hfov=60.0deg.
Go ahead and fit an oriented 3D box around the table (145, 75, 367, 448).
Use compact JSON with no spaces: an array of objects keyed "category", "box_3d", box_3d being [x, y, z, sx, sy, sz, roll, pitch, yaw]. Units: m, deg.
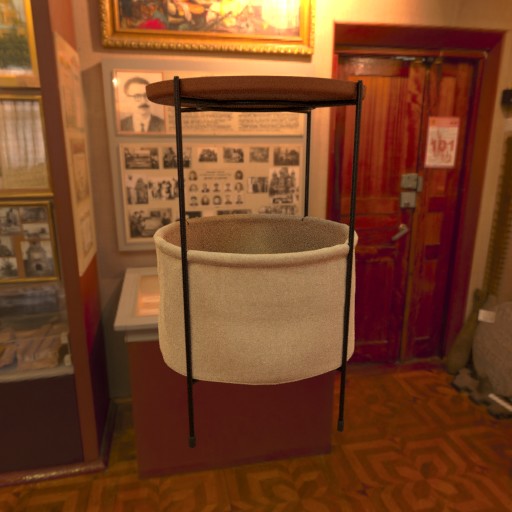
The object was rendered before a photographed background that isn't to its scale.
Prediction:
[{"category":"table","box_3d":[0.000,0.000,0.875,0.393,0.623,0.393,-2,15,-9]}]
